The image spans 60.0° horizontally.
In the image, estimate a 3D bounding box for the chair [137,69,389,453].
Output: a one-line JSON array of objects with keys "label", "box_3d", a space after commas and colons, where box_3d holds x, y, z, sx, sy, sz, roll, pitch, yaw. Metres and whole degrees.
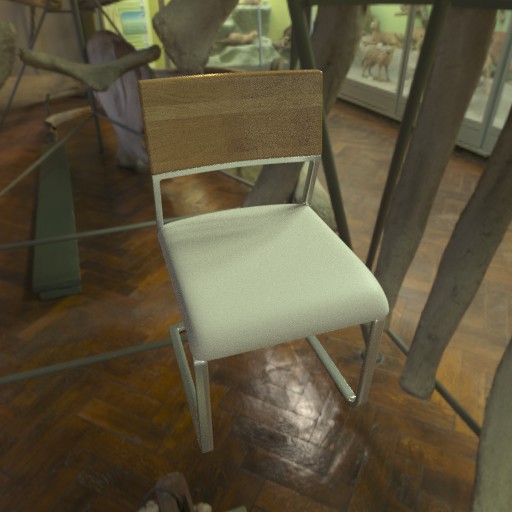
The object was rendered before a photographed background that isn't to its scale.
[{"label": "chair", "box_3d": [0.000, 0.000, 1.171, 0.467, 0.844, 0.585, -10, 33, -16]}]
